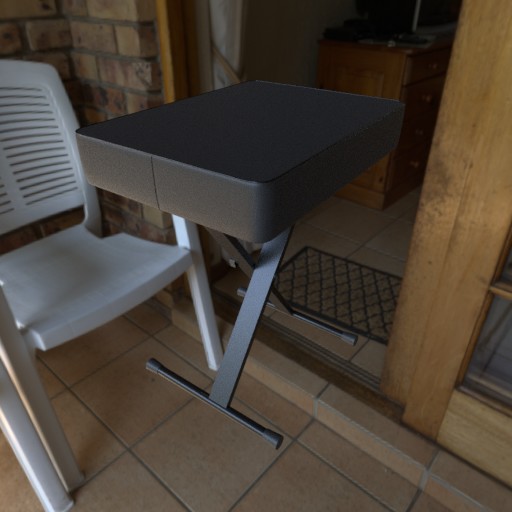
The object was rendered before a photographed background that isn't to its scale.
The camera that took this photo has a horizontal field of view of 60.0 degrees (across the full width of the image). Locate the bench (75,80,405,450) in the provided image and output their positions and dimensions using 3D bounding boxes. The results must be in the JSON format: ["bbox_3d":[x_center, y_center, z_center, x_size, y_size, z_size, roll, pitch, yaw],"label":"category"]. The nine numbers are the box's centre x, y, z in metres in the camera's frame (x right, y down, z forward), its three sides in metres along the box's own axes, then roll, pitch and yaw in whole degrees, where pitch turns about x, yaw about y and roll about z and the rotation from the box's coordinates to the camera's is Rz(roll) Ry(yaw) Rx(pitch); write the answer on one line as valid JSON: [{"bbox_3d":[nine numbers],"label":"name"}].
[{"bbox_3d":[0.000,0.000,0.797,0.321,0.500,0.424,21,38,29],"label":"bench"}]
